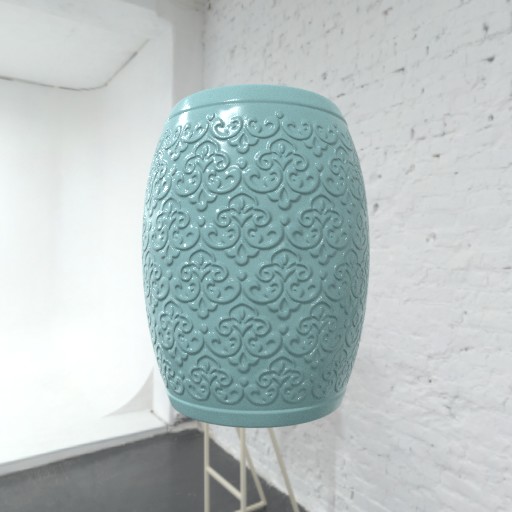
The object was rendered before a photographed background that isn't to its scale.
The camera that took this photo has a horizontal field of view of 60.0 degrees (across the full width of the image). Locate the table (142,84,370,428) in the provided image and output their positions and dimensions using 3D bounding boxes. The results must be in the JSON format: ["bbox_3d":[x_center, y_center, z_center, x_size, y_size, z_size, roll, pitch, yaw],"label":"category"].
[{"bbox_3d":[0.000,0.000,0.620,0.309,0.397,0.309,0,0,0],"label":"table"}]
